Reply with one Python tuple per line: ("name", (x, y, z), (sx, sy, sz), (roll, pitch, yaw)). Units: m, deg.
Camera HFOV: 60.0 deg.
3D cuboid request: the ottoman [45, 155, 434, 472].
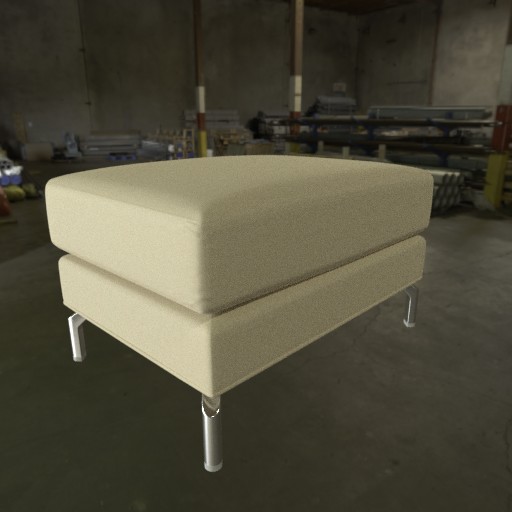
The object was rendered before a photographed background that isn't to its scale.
("ottoman", (0.000, 0.000, 1.167), (0.581, 0.497, 0.835), (16, 23, 41))
